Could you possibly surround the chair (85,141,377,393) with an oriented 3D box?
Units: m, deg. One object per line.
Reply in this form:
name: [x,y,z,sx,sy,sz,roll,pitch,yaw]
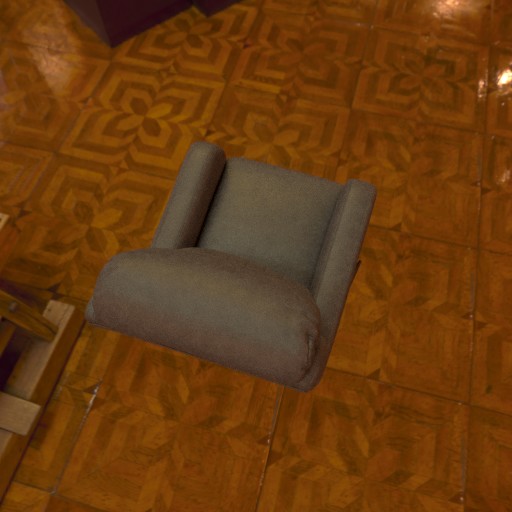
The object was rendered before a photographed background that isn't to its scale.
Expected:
chair: [0.000,0.000,1.784,0.865,1.067,1.067,16,64,8]
